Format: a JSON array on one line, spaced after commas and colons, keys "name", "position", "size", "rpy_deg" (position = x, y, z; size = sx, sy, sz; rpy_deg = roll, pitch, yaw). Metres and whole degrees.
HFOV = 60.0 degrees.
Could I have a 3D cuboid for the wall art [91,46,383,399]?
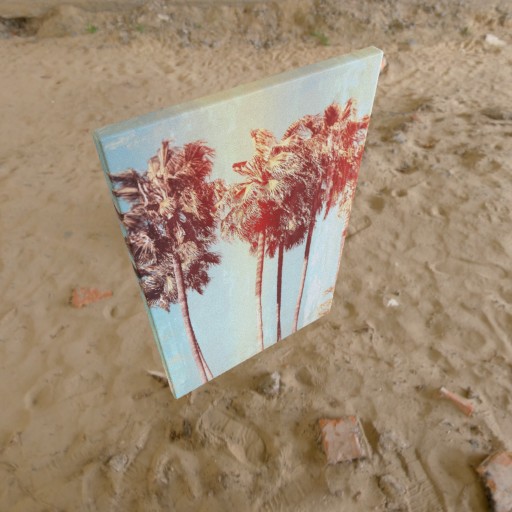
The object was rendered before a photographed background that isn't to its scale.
[{"name": "wall art", "position": [0.000, 0.000, 1.143], "size": [0.605, 0.915, 0.037], "rpy_deg": [-25, 52, -22]}]
